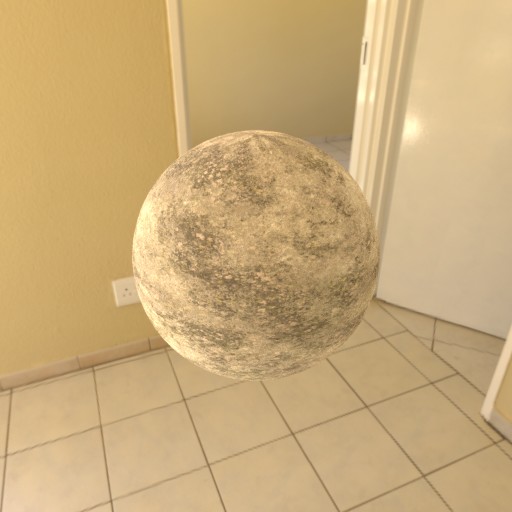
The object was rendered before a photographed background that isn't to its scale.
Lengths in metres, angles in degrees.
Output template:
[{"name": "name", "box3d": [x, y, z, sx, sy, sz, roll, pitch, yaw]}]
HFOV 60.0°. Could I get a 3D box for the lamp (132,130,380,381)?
[{"name": "lamp", "box3d": [0.000, 0.000, 0.784, 0.422, 0.429, 0.422, 0, 29, 0]}]
